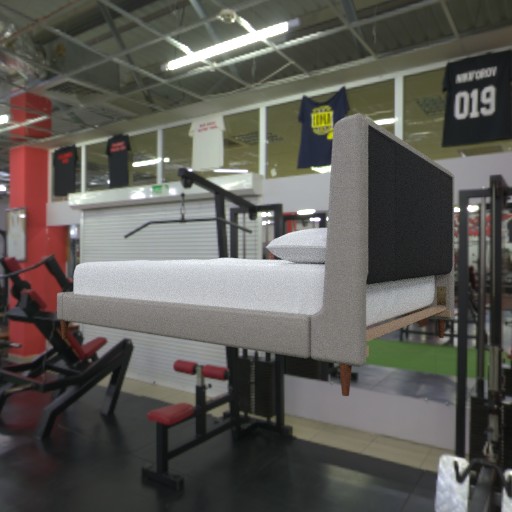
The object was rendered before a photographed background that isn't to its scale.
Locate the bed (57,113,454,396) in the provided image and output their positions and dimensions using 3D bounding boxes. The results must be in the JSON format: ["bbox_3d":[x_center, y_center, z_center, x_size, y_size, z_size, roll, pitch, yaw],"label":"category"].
[{"bbox_3d":[0.000,0.000,3.075,2.232,1.147,1.656,0,0,36],"label":"bed"}]
